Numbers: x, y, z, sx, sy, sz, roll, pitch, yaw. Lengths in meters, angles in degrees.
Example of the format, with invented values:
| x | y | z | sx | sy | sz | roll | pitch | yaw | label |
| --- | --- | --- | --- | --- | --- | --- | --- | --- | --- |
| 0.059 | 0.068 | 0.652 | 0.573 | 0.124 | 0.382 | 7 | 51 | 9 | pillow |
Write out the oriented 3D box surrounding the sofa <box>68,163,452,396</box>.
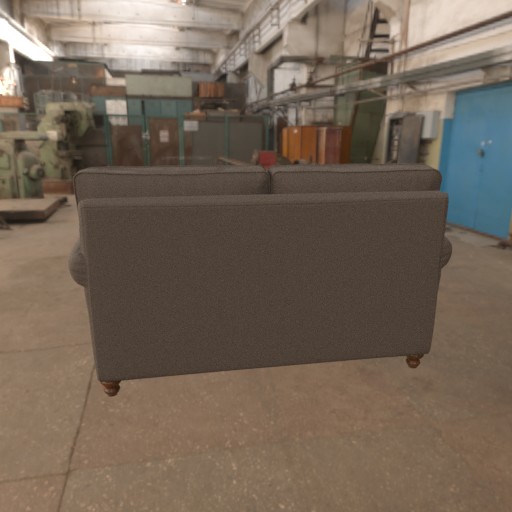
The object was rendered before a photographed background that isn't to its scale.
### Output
| x | y | z | sx | sy | sz | roll | pitch | yaw | label |
| --- | --- | --- | --- | --- | --- | --- | --- | --- | --- |
| 0.000 | 0.000 | 2.241 | 1.665 | 0.937 | 0.964 | -3 | 15 | -10 | sofa |
